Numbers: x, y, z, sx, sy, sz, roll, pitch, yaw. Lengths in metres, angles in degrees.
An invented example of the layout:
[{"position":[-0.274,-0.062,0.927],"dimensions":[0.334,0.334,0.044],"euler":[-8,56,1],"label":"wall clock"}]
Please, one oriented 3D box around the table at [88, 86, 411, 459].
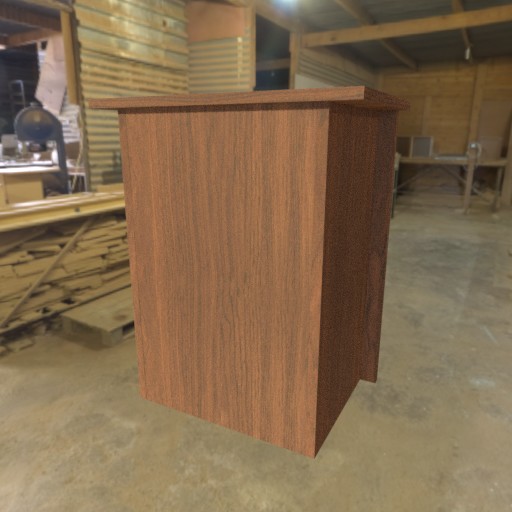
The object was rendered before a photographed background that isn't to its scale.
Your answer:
[{"position":[0.000,0.000,1.072],"dimensions":[0.589,0.711,0.406],"euler":[8,17,27],"label":"table"}]
